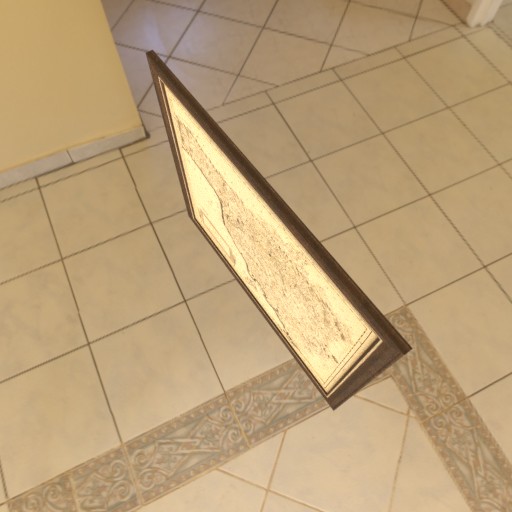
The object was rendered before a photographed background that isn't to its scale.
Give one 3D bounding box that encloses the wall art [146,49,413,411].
[{"bbox_3d":[0.000,0.000,1.444,0.023,0.875,1.033,-32,68,-15],"label":"wall art"}]
